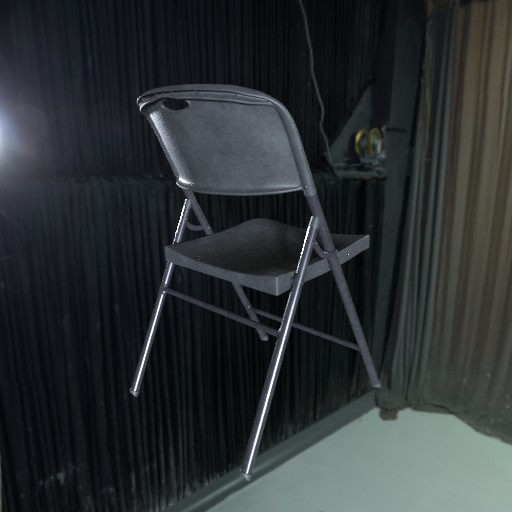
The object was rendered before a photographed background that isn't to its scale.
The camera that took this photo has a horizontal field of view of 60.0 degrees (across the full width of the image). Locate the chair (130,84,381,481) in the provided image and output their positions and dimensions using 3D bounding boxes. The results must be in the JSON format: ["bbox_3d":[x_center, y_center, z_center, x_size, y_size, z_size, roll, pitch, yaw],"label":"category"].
[{"bbox_3d":[0.000,0.000,1.192,0.566,0.810,0.494,-13,19,-43],"label":"chair"}]
